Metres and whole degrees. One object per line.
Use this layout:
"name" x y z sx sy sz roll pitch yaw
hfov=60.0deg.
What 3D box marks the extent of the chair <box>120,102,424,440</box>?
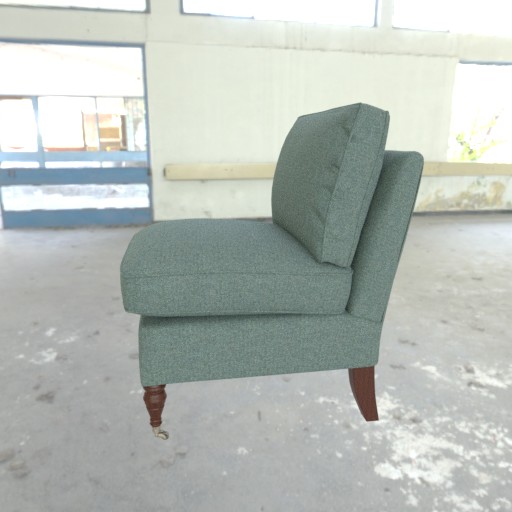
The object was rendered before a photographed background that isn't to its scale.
"chair" 0.000 0.000 1.433 0.796 0.901 0.624 -2 14 -10
